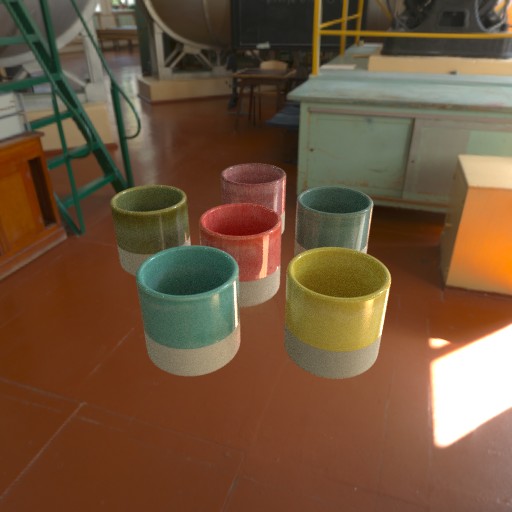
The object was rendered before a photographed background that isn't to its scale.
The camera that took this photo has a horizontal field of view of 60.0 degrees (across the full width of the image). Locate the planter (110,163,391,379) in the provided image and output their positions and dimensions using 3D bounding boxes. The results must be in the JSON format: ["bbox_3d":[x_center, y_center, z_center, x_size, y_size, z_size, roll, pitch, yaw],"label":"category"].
[{"bbox_3d":[0.000,0.000,0.418,0.257,0.075,0.286,-21,36,-32],"label":"planter"}]
